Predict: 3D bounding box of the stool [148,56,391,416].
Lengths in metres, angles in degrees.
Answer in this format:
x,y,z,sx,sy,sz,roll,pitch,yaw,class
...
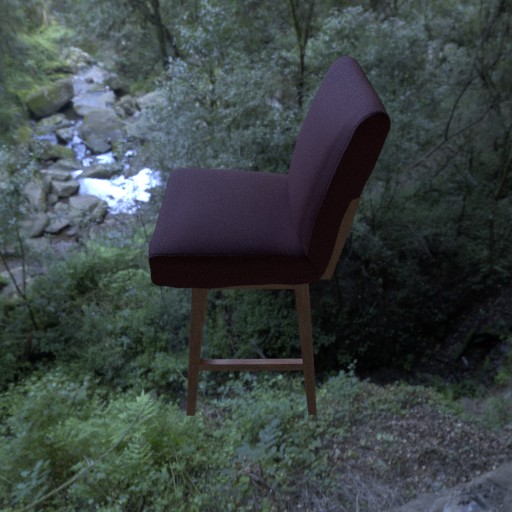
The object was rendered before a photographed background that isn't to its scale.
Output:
x,y,z,sx,sy,sz,roll,pitch,yaw,class
0.000,0.000,1.390,0.562,1.093,0.468,0,40,0,stool
